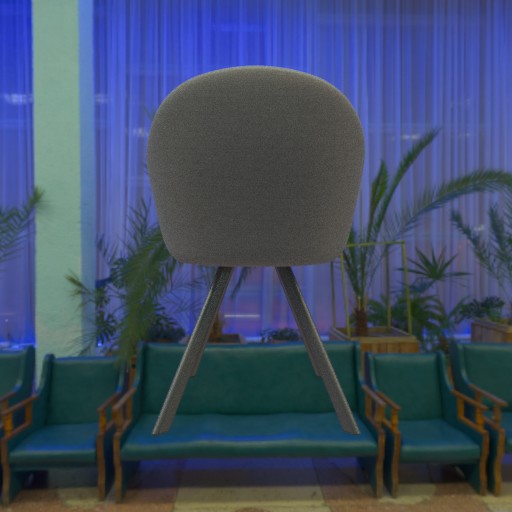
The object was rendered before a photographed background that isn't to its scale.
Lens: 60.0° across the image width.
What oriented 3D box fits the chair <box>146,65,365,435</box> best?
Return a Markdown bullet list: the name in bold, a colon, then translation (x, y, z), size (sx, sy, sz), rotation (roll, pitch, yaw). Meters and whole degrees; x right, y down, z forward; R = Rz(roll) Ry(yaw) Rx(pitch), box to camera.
- **chair**: translation (0.000, 0.000, 1.164), size (0.540, 0.780, 0.570), rotation (0, 1, 0)
